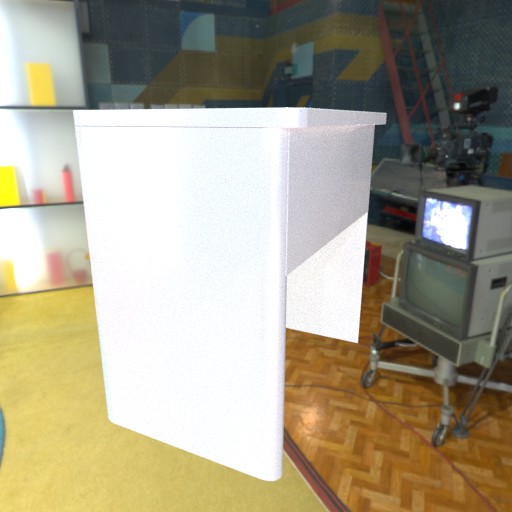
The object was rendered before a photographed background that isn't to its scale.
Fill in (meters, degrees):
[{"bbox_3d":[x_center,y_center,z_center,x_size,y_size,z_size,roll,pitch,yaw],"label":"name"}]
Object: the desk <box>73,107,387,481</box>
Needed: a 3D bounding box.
[{"bbox_3d":[0.000,0.000,1.295,0.549,0.800,0.762,8,19,25],"label":"desk"}]
